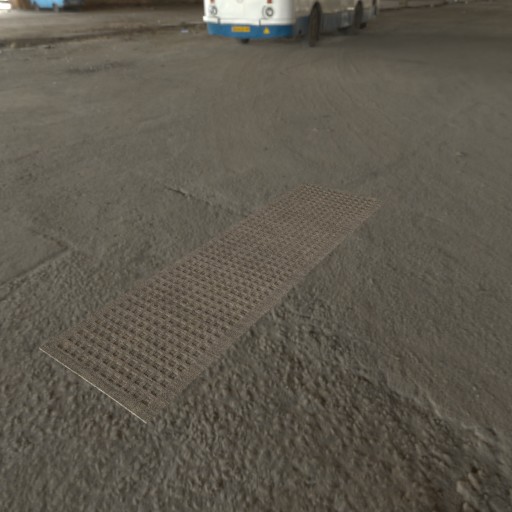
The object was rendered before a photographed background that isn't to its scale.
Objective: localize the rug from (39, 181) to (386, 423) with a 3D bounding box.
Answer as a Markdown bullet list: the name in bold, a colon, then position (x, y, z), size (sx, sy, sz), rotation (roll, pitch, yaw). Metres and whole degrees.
- **rug**: position (0.000, 0.000, 2.699), size (0.706, 0.009, 2.443), rotation (20, 37, 29)
